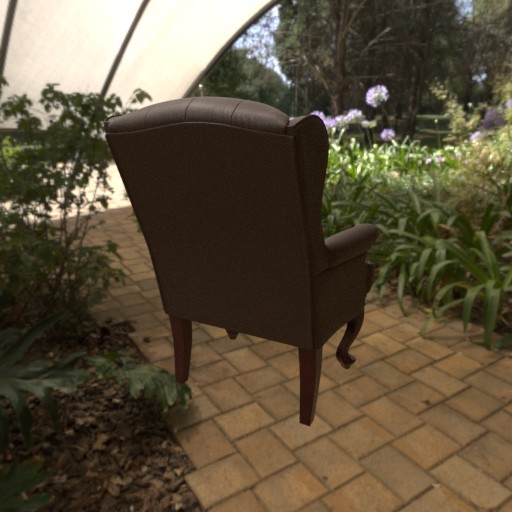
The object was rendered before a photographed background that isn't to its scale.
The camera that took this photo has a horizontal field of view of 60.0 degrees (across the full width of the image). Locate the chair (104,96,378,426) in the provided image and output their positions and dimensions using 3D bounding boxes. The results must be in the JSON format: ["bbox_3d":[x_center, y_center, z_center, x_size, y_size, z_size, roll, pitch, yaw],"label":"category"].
[{"bbox_3d":[0.000,0.000,1.719,0.829,1.132,0.819,9,19,27],"label":"chair"}]
